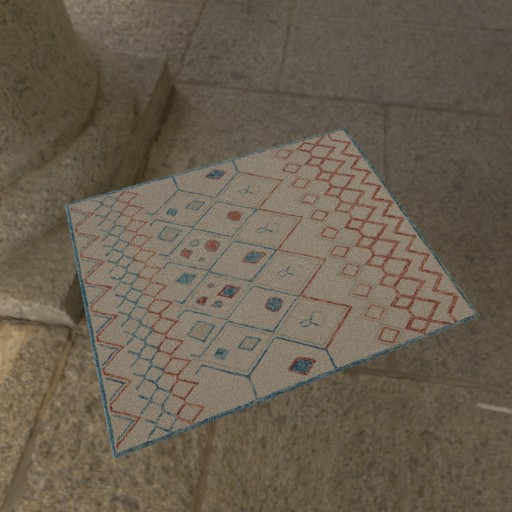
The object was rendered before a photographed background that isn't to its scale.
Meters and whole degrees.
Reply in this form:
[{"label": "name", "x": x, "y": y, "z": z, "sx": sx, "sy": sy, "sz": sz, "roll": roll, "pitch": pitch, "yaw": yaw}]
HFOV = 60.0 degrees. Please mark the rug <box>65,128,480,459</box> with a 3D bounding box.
[{"label": "rug", "x": 0.000, "y": 0.000, "z": 3.994, "sx": 3.050, "sy": 0.016, "sz": 2.441, "roll": -18, "pitch": 59, "yaw": -11}]
